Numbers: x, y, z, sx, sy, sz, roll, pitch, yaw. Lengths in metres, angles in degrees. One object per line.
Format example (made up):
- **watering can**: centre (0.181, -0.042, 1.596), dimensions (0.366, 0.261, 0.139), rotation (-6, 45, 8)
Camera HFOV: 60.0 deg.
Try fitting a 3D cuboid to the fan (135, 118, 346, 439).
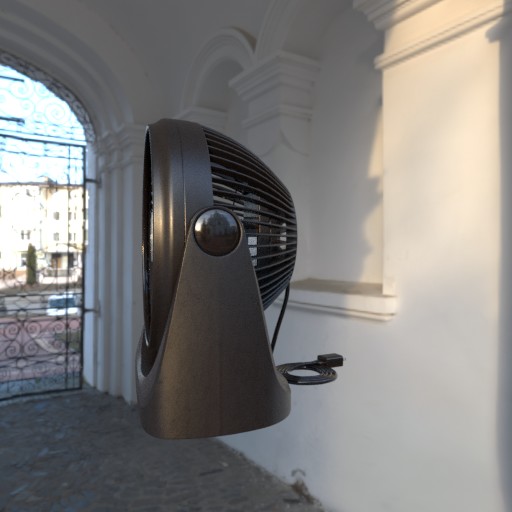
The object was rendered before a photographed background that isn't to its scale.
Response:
- **fan**: centre (0.000, 0.000, 0.490), dimensions (0.256, 0.277, 0.273), rotation (0, 1, -17)
